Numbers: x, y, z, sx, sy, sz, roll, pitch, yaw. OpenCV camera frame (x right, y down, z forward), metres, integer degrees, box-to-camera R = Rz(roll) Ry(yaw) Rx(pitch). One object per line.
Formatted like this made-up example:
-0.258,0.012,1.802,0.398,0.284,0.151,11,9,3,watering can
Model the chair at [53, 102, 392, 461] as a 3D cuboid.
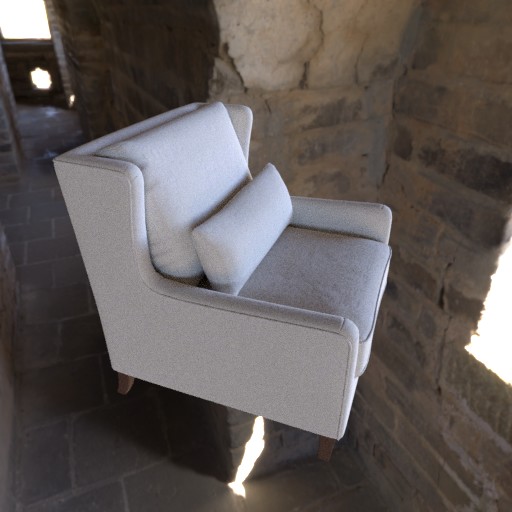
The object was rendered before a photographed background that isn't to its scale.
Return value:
0.000,0.000,1.831,1.040,1.056,0.982,11,32,18,chair
